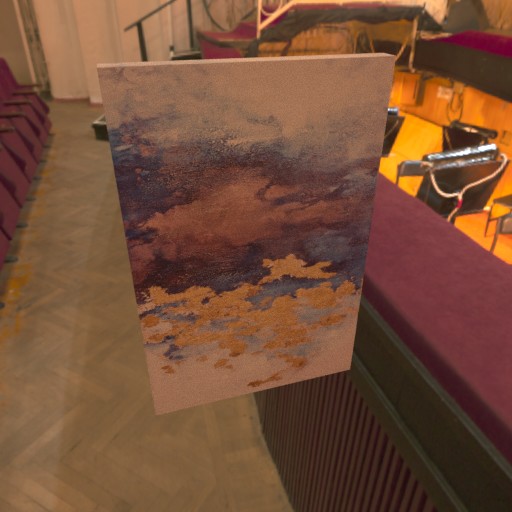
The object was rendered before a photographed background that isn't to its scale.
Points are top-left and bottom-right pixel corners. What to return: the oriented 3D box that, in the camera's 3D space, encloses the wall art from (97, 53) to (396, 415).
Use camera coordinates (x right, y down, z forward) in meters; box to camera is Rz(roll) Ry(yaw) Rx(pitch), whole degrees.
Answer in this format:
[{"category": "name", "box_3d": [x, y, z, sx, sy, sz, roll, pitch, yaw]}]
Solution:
[{"category": "wall art", "box_3d": [0.000, 0.000, 1.071, 0.583, 0.874, 0.048, -9, 32, -15]}]
